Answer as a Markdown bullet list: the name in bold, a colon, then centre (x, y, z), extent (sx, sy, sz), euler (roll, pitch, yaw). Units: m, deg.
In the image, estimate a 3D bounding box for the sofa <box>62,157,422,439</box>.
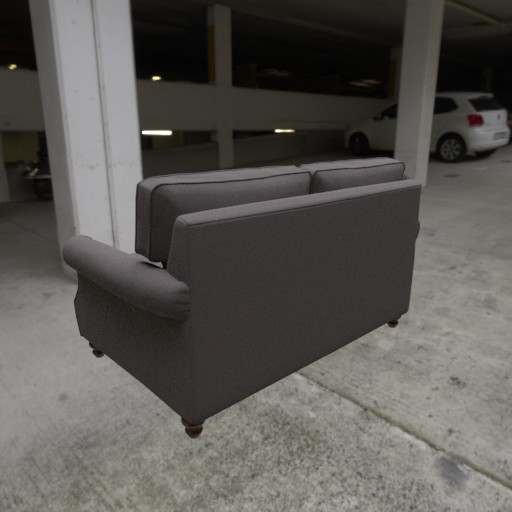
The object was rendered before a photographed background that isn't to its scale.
- **sofa**: centre (0.000, 0.000, 2.226), extent (1.665, 0.937, 0.964), euler (-14, 22, -41)
